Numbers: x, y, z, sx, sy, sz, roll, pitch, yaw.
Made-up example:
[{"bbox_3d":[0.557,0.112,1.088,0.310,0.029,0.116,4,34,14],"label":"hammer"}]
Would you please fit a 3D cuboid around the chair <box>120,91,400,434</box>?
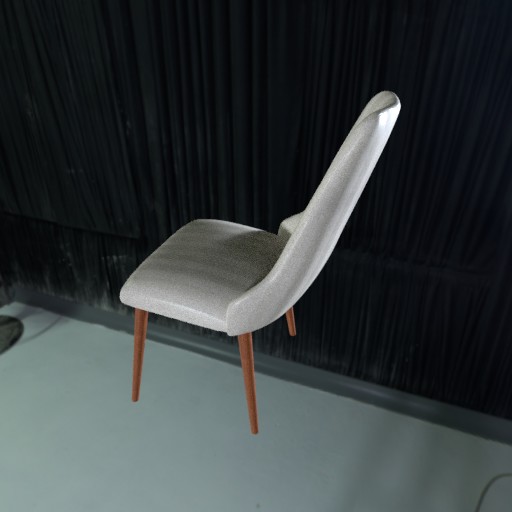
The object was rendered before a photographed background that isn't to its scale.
[{"bbox_3d":[0.000,0.000,1.309,0.684,0.917,0.526,9,30,16],"label":"chair"}]
